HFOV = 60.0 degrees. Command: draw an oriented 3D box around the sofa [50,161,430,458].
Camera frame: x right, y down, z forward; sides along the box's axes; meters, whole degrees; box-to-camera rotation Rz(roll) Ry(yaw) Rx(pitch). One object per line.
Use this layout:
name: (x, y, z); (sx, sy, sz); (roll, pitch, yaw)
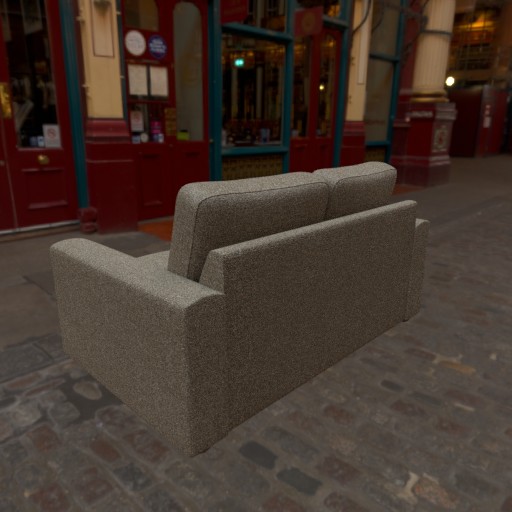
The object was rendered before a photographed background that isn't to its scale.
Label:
sofa: (0.000, 0.000, 2.180); (1.016, 0.873, 1.616); (16, 23, 42)
